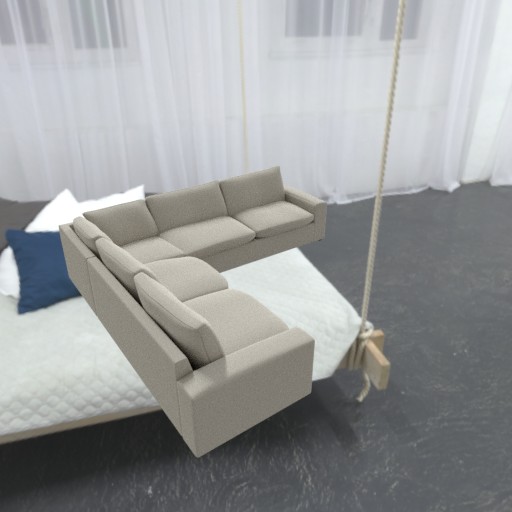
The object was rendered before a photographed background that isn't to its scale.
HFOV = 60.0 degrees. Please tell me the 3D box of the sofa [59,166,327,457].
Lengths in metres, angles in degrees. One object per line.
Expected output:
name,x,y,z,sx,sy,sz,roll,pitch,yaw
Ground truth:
sofa,0.000,0.000,4.736,3.206,0.918,3.066,-18,32,-32
